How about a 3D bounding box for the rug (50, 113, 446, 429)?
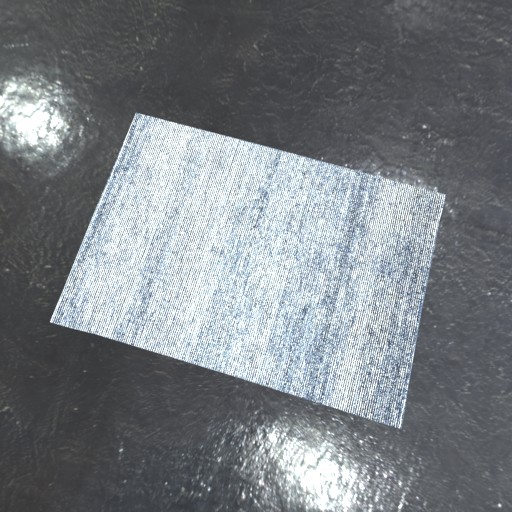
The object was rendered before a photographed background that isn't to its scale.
[{"bbox_3d":[0.000,0.000,3.018,2.349,0.030,1.624,16,76,4],"label":"rug"}]
